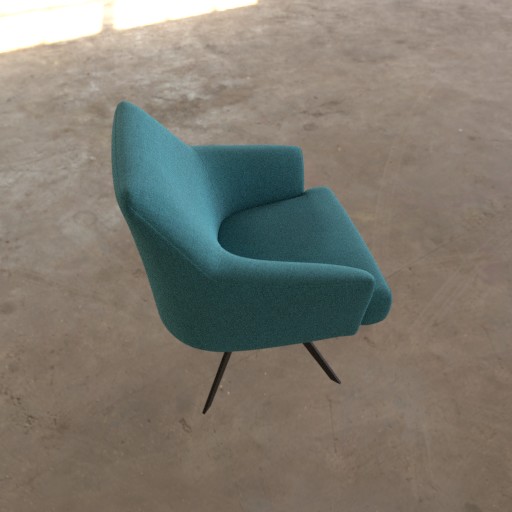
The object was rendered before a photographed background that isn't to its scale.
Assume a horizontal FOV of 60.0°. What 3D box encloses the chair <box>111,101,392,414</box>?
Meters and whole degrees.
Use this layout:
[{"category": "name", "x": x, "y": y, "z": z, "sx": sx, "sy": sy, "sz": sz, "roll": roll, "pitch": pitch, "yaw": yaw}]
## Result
[{"category": "chair", "x": 0.000, "y": 0.000, "z": 1.346, "sx": 0.677, "sy": 0.874, "sz": 0.642, "roll": -9, "pitch": 46, "yaw": -9}]
